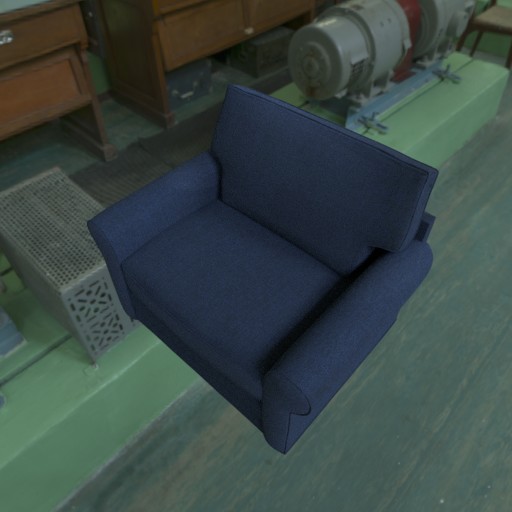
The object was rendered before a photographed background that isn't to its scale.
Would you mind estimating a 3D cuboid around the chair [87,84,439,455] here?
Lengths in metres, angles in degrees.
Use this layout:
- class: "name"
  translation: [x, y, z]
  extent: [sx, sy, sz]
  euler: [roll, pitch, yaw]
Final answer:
- class: "chair"
  translation: [0.000, 0.000, 1.999]
  extent: [1.285, 1.044, 0.963]
  euler: [34, 55, 27]
